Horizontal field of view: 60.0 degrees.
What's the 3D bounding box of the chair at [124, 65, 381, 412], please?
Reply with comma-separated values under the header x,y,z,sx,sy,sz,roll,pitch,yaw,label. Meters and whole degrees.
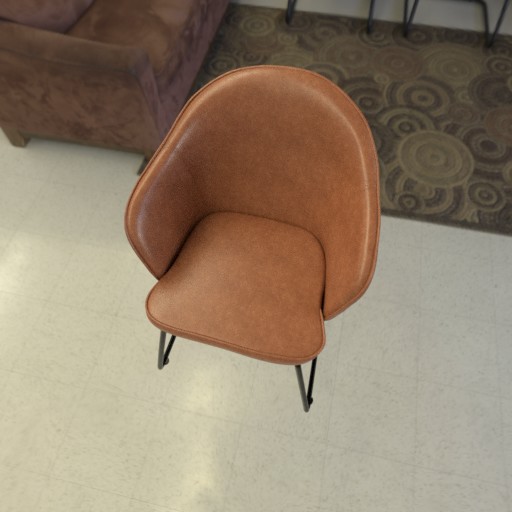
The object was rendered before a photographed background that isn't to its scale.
x,y,z,sx,sy,sz,roll,pitch,yaw,label
0.000,0.000,1.219,0.582,0.785,0.580,13,60,8,chair
